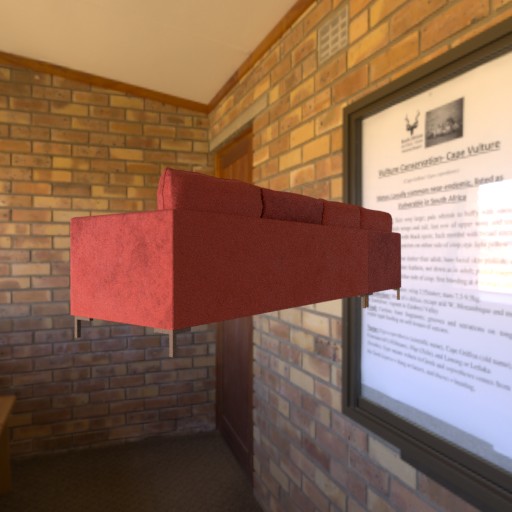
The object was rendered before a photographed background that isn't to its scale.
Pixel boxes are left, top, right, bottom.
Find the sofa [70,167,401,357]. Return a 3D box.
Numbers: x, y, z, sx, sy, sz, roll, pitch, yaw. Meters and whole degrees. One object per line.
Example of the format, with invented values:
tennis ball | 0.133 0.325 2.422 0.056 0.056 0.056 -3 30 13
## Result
sofa | 0.000 0.000 3.958 1.500 0.967 3.400 0 0 37
